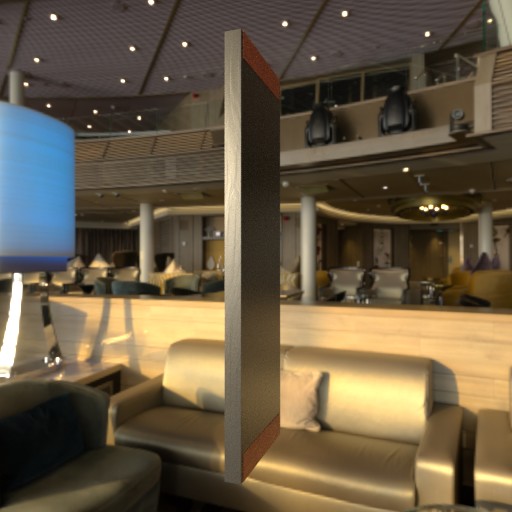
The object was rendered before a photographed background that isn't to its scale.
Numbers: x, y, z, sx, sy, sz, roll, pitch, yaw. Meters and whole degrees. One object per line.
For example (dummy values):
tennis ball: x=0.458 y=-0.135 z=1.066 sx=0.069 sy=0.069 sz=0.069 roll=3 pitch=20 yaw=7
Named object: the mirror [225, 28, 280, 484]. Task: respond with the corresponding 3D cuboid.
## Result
mirror: x=0.000 y=0.000 z=1.259 sx=0.047 sy=1.123 sz=0.343 roll=0 pitch=-1 yaw=19
